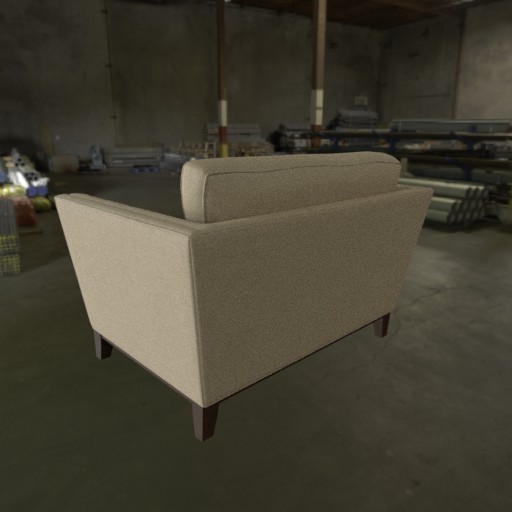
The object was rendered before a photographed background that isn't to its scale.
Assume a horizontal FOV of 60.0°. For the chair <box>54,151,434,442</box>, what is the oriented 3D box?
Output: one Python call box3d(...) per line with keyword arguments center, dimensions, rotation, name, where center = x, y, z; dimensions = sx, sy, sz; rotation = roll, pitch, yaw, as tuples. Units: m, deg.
box3d(center=(0.000, 0.000, 2.030), dimensions=(1.397, 0.940, 0.965), rotation=(-15, 21, -42), name="chair")
